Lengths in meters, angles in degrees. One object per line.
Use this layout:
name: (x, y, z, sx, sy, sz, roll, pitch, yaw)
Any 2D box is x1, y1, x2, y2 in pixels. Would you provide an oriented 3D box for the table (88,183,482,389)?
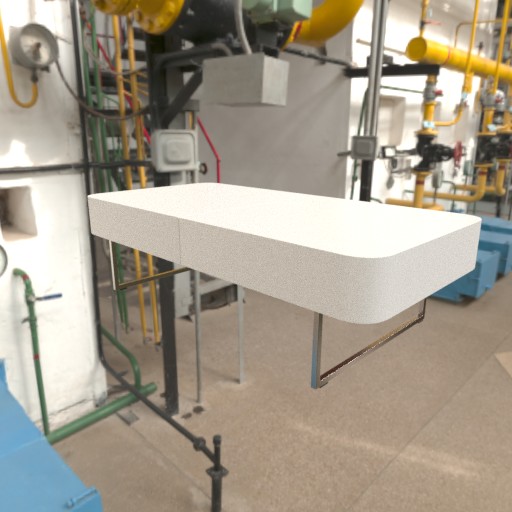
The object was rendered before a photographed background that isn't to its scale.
table: (0.000, 0.000, 1.458, 1.200, 0.340, 0.600, 15, 22, 43)
